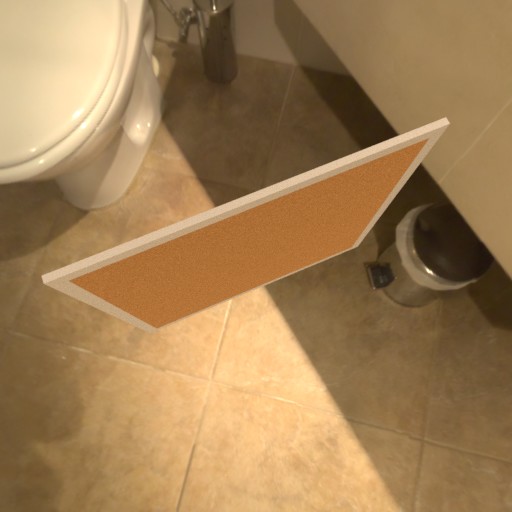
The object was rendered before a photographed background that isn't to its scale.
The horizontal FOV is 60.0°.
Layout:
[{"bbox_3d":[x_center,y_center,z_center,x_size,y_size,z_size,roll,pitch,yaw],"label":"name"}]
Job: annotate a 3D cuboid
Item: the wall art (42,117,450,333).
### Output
[{"bbox_3d":[0.000,0.000,0.680,0.456,0.457,0.009,-22,75,-6],"label":"wall art"}]
